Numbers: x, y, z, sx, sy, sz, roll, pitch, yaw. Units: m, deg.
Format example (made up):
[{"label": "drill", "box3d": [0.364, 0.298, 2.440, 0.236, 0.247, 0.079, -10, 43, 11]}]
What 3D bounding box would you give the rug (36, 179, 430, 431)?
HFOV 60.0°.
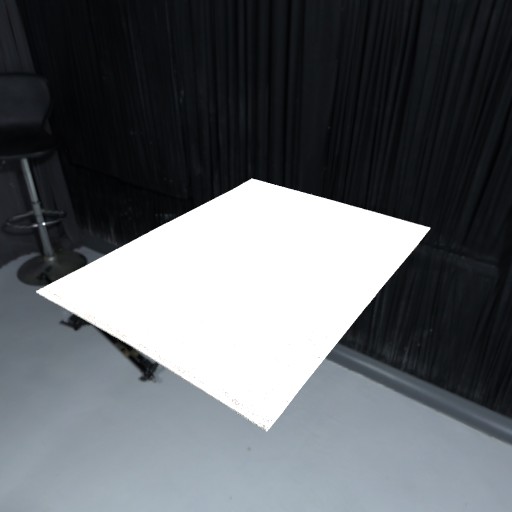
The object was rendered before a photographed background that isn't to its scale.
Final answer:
[{"label": "rug", "box3d": [0.000, 0.000, 5.148, 2.873, 0.053, 3.778, 21, 37, 30]}]
